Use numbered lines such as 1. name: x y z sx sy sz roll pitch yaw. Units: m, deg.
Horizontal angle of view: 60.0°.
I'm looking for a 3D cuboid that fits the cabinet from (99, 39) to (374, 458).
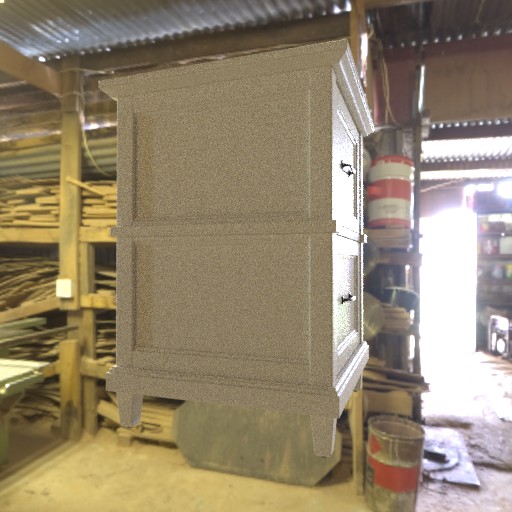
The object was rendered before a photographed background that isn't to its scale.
1. cabinet: 0.000 0.000 1.141 0.547 0.775 0.544 0 -1 20
